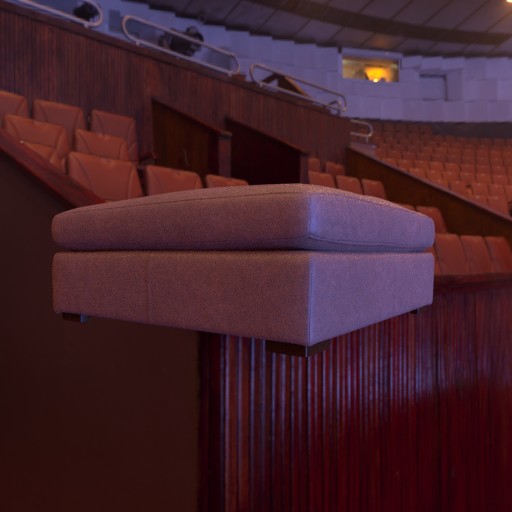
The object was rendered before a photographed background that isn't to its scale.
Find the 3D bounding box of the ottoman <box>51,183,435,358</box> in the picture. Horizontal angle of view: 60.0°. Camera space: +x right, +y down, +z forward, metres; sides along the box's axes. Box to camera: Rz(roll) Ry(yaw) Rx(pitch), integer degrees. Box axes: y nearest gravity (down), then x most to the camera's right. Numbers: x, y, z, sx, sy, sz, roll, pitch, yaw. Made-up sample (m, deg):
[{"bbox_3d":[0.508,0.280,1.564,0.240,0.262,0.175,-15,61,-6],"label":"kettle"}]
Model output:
[{"bbox_3d":[0.000,0.000,1.829,1.168,0.490,1.168,0,0,36],"label":"ottoman"}]
